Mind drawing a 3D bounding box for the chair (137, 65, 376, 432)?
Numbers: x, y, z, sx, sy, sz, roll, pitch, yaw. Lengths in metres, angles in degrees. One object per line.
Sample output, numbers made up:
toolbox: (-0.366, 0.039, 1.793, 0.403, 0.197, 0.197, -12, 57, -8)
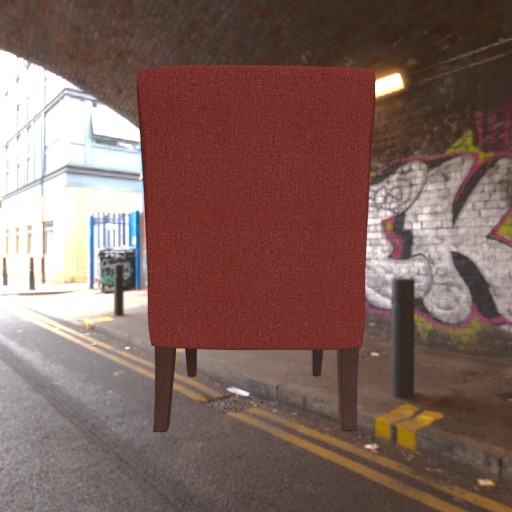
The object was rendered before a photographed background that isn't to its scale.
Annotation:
chair: (0.000, 0.000, 1.277, 0.538, 0.846, 0.640, 0, 0, 0)
